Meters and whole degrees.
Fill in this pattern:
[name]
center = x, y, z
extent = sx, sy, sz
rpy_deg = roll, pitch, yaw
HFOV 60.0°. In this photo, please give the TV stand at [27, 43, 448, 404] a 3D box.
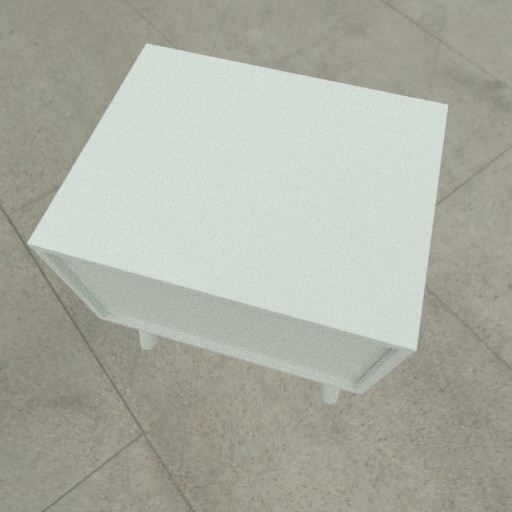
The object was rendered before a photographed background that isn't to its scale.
[TV stand]
center = 0.000, 0.000, 0.885
extent = 0.508, 0.559, 0.405
rpy_deg = 15, 64, 7
